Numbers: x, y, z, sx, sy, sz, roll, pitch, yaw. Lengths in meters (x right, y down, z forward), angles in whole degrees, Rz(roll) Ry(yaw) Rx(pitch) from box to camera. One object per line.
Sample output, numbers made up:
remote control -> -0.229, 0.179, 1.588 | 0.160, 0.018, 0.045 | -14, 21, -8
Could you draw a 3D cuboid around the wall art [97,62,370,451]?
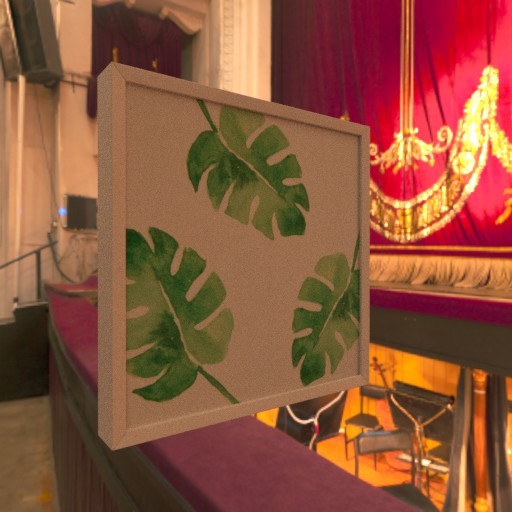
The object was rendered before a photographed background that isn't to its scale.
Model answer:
wall art -> 0.000, 0.000, 0.451 | 0.305, 0.305, 0.038 | 0, 0, -36
